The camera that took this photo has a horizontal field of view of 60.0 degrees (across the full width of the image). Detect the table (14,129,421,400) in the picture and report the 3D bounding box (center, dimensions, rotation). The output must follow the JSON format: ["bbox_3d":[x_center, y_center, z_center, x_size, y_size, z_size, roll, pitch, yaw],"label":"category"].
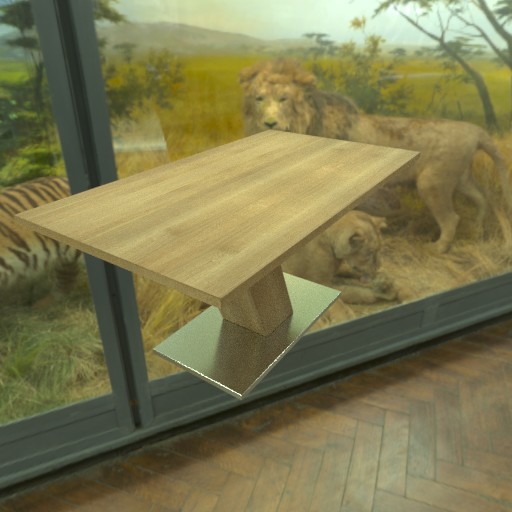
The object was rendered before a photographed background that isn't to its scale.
[{"bbox_3d":[0.000,0.000,2.042,0.900,0.750,1.600,18,33,30],"label":"table"}]
